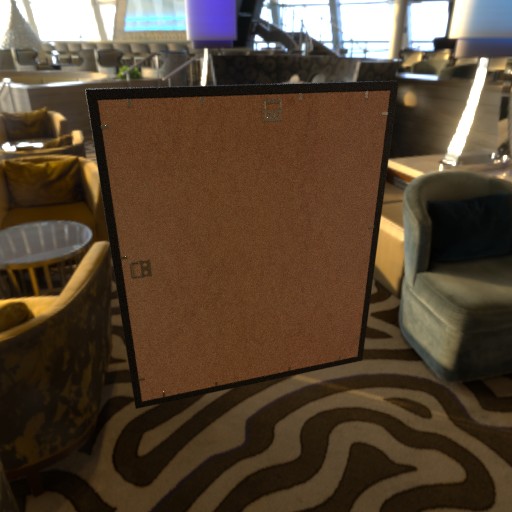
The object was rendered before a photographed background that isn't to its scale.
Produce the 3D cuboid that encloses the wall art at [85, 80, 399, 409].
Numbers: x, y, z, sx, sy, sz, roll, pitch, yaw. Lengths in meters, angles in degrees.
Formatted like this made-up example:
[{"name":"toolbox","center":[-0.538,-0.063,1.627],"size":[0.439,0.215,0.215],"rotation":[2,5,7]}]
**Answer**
[{"name":"wall art","center":[0.000,0.000,0.912],"size":[0.559,0.660,0.018],"rotation":[-8,27,-15]}]
